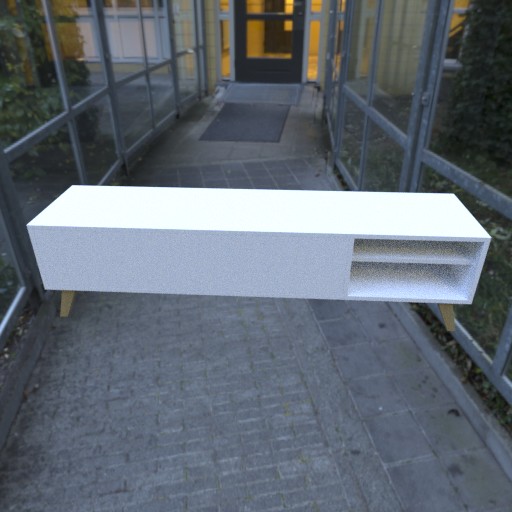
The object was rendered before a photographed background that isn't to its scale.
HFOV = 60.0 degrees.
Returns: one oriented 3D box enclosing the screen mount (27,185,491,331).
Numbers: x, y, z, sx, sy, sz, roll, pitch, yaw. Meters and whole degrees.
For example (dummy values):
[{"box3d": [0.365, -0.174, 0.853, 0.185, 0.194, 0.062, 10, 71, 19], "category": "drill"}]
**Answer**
[{"box3d": [0.000, 0.000, 1.846, 1.644, 0.432, 0.399, 2, 30, 3], "category": "screen mount"}]
